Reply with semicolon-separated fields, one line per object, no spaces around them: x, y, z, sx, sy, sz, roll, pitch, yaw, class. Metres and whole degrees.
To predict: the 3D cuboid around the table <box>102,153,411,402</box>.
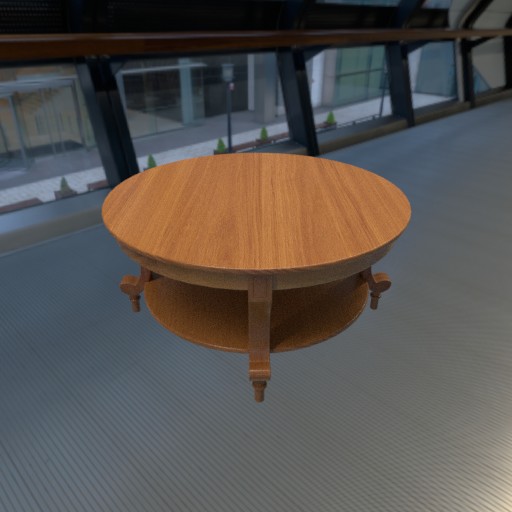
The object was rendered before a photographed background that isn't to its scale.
0.000;0.000;1.648;1.029;0.490;1.029;0;29;0;table
